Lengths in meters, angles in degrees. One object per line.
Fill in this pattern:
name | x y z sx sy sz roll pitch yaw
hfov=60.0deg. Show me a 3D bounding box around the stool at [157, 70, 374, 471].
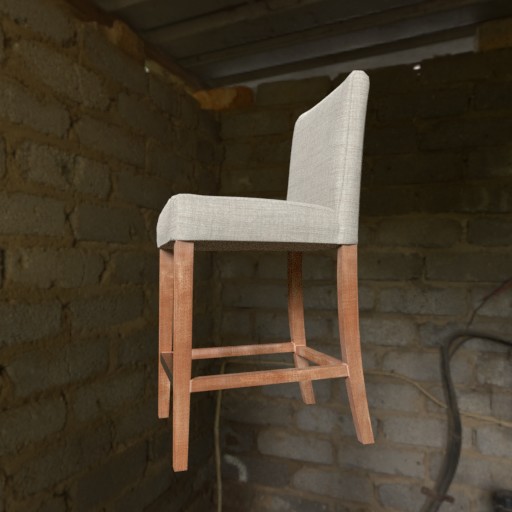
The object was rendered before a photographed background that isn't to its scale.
stool | 0.000 0.000 1.344 0.567 1.039 0.454 1 -2 -17
